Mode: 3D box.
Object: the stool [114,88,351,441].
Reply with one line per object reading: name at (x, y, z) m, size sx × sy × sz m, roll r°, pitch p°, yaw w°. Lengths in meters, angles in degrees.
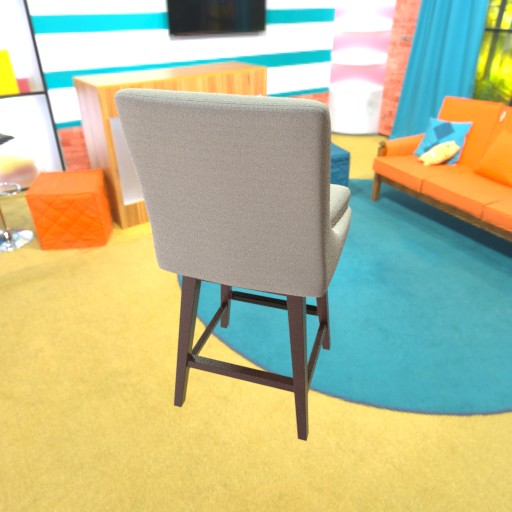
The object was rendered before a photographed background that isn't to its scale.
stool at (0.000, 0.000, 1.291) m, size 0.483 × 0.991 × 0.559 m, roll 9°, pitch 32°, yaw 15°
